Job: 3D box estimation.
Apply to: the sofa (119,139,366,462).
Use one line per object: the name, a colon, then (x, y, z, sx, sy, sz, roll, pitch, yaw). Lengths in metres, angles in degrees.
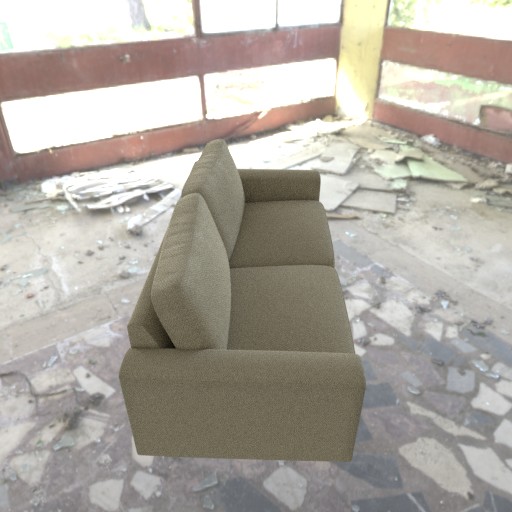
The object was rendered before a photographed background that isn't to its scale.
sofa: (0.000, 0.000, 2.702, 1.016, 0.873, 2.179, 1, 33, 2)
